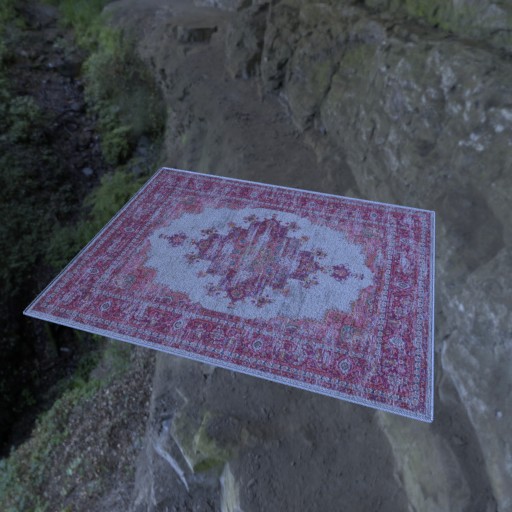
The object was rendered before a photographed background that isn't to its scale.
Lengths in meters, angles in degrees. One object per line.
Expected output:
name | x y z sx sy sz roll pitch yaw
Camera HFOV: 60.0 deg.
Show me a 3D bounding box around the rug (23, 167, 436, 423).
rug | 0.000 0.000 4.044 3.123 0.017 2.447 11 42 13
